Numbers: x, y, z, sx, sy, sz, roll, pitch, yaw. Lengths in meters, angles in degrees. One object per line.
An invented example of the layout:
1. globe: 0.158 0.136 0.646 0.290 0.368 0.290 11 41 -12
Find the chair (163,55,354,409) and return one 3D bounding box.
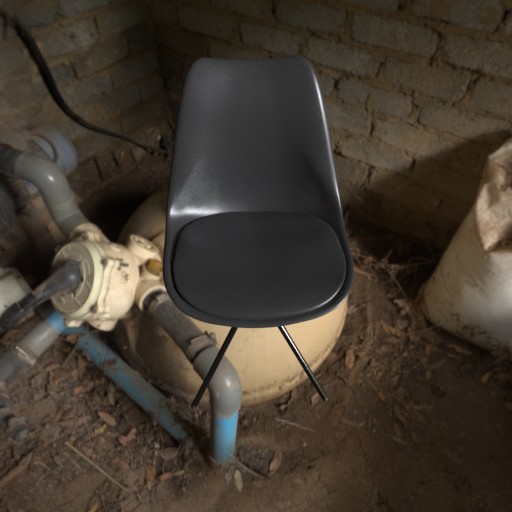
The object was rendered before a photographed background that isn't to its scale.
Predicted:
1. chair: 0.000 0.000 1.182 0.461 0.850 0.525 -2 47 -2
